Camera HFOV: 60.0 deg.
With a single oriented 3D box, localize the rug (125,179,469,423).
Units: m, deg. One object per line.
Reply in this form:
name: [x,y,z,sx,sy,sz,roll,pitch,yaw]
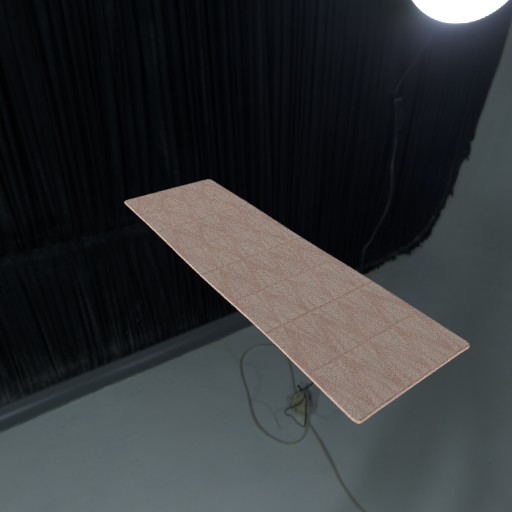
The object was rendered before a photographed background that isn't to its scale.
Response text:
rug: [0.000,0.000,2.727,0.760,0.015,2.435,-21,38,-29]
